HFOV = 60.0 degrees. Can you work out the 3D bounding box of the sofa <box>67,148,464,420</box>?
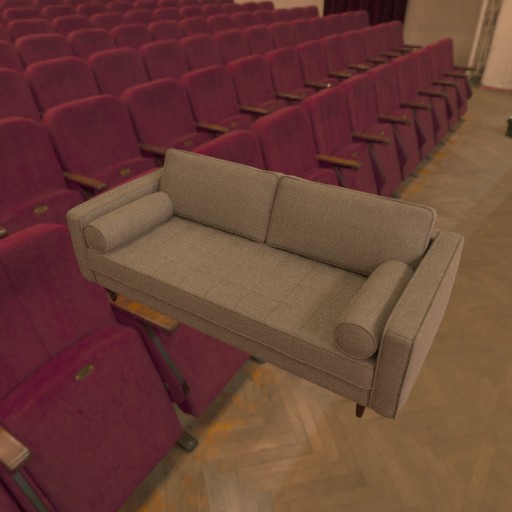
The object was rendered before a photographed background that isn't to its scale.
[{"bbox_3d":[0.000,0.000,2.349,1.879,0.762,0.914,19,37,27],"label":"sofa"}]
